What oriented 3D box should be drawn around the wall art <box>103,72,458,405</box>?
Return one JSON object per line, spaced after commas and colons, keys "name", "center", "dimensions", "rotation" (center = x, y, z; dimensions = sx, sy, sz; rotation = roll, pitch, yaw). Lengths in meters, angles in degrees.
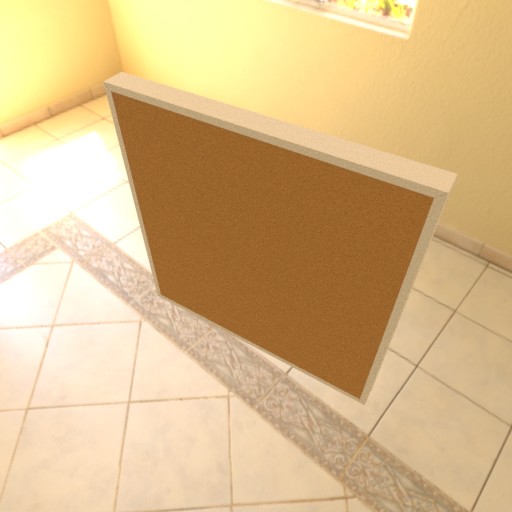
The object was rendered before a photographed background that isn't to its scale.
{"name": "wall art", "center": [0.000, 0.000, 0.456], "dimensions": [0.304, 0.304, 0.024], "rotation": [24, 51, 21]}
